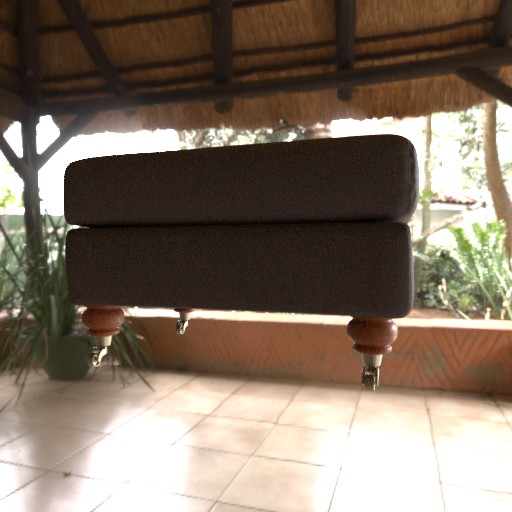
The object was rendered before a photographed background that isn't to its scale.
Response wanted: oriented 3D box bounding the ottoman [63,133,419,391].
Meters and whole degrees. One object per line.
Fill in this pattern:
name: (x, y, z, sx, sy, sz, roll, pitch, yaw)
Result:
ottoman: (0.000, 0.000, 1.140, 0.773, 0.497, 0.574, 0, 0, 17)
